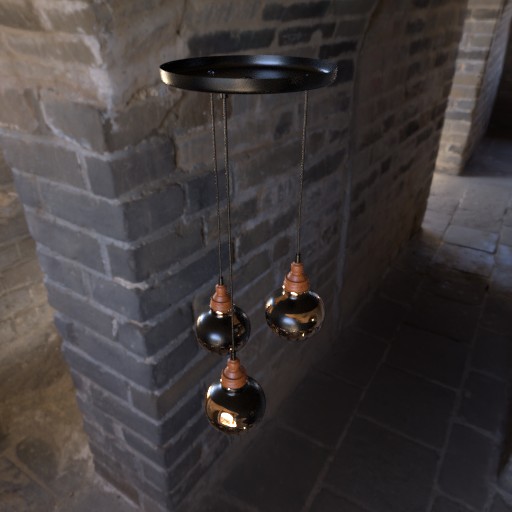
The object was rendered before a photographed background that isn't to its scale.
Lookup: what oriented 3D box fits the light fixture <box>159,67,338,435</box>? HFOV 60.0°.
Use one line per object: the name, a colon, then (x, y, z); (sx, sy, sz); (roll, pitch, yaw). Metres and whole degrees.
light fixture: (0.000, 0.000, 1.766); (0.605, 1.410, 0.608); (-8, 31, -13)
